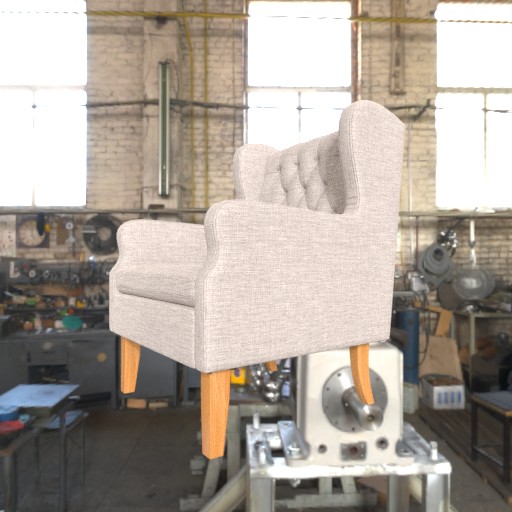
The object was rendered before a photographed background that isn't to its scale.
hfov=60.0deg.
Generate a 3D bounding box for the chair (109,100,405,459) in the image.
[{"bbox_3d":[0.000,0.000,1.467,0.760,0.930,0.710,0,0,-35],"label":"chair"}]
